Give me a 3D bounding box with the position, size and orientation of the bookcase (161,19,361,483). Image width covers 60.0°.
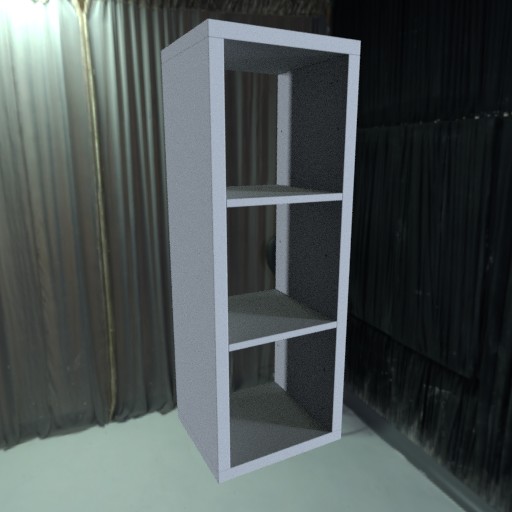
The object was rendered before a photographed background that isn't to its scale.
[{"bbox_3d":[0.000,0.000,1.234,0.390,1.080,0.330,-7,15,-27],"label":"bookcase"}]
